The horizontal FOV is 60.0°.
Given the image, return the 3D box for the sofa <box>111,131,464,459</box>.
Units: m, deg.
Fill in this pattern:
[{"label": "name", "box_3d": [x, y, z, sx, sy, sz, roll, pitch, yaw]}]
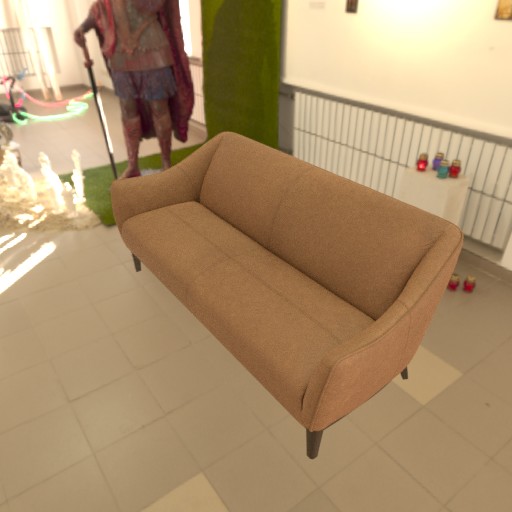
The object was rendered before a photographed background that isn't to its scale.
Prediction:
[{"label": "sofa", "box_3d": [0.000, 0.000, 2.383, 0.869, 0.830, 1.928, -22, 38, -31]}]
